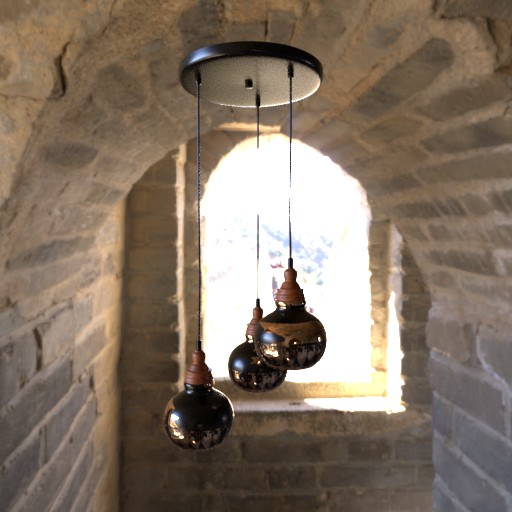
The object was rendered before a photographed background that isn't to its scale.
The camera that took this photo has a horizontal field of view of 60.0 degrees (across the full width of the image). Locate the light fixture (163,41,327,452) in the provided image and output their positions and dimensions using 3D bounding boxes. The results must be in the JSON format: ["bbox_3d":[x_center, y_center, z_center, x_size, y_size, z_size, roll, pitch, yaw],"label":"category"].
[{"bbox_3d":[0.000,0.000,1.721,0.605,1.410,0.608,1,1,36],"label":"light fixture"}]
